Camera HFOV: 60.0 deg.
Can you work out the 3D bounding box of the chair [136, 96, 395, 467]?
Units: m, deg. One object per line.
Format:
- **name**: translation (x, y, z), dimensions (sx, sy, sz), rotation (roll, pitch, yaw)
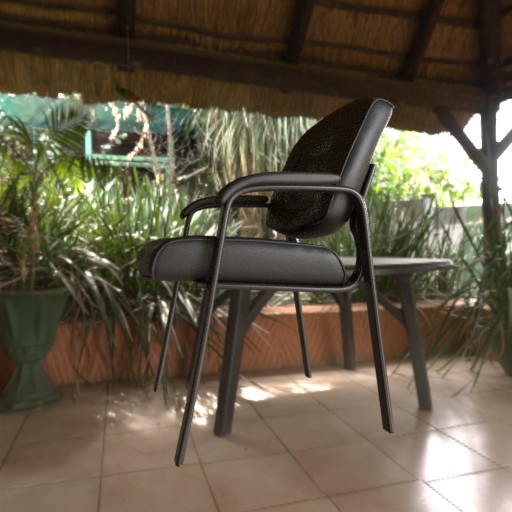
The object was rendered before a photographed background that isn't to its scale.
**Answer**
- **chair**: translation (0.000, 0.000, 1.303), dimensions (0.668, 0.910, 0.591), rotation (-1, 2, -18)
